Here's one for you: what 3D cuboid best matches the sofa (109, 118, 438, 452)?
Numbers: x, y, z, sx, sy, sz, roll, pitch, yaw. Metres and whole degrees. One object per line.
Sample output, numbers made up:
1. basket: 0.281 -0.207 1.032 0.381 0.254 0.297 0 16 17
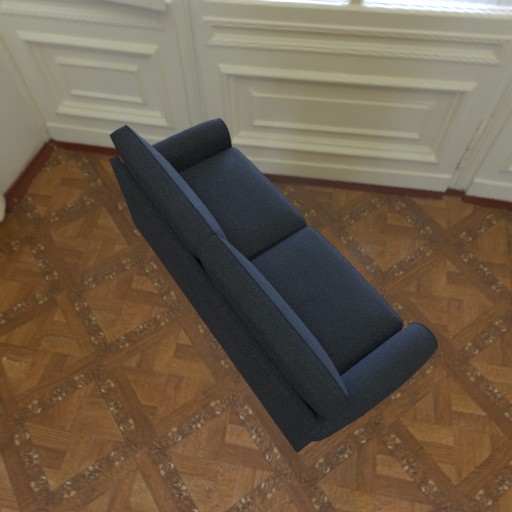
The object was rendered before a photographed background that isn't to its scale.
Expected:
1. sofa: 0.000 0.000 2.990 0.954 1.026 2.391 -31 63 -18
